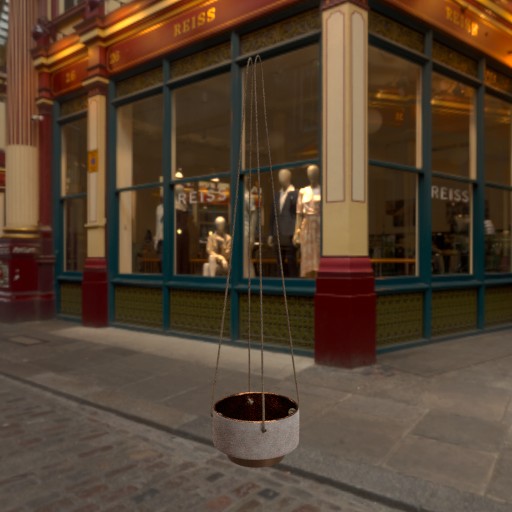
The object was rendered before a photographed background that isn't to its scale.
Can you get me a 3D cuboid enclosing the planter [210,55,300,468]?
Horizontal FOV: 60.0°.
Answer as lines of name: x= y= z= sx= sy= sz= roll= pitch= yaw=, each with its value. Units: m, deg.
planter: x=0.000 y=0.000 z=1.148 sx=0.223 sy=1.030 sz=0.223 roll=1 pitch=1 yaw=35
